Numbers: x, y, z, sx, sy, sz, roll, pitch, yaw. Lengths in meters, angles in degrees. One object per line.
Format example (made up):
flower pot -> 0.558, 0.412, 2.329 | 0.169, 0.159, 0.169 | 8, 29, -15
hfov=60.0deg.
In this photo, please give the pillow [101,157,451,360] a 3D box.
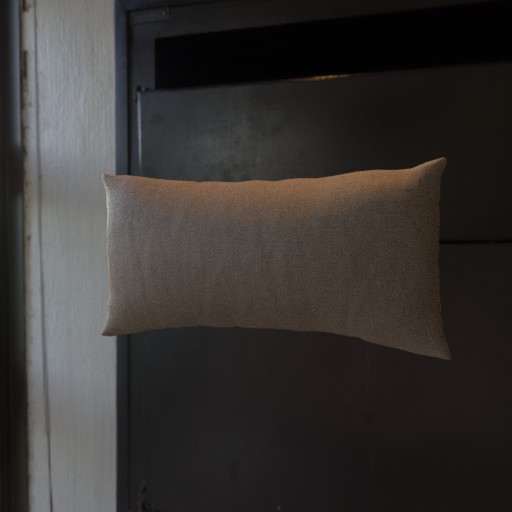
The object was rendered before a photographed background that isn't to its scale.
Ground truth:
pillow -> 0.000, 0.000, 0.750 | 0.612, 0.308, 0.148 | 0, 1, 17
